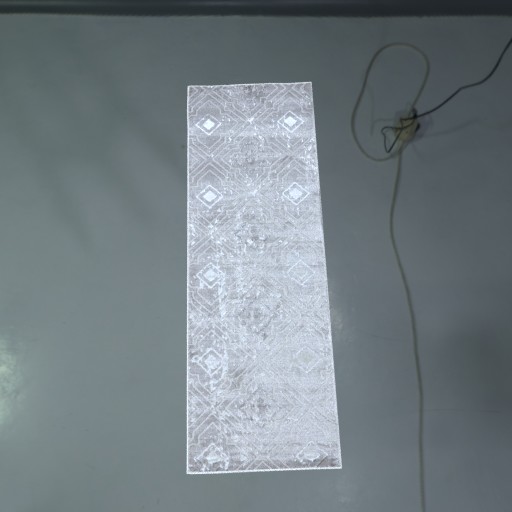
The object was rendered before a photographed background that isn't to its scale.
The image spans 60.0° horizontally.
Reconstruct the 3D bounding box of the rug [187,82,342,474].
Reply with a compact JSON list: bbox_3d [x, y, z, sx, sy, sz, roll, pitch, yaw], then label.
[{"bbox_3d":[0.000,0.000,2.670,0.832,0.035,2.381,-2,75,-1],"label":"rug"}]
